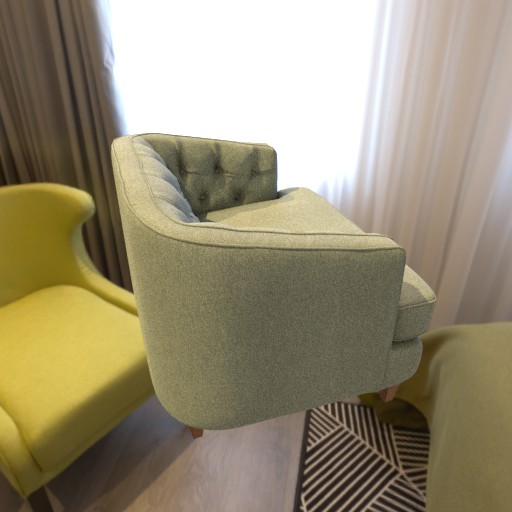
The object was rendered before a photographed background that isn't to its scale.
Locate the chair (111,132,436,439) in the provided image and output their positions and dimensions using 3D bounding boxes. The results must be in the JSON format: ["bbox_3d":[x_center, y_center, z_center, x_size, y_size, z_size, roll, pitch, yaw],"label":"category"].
[{"bbox_3d":[0.000,0.000,1.729,0.945,0.852,1.094,-10,32,-17],"label":"chair"}]
